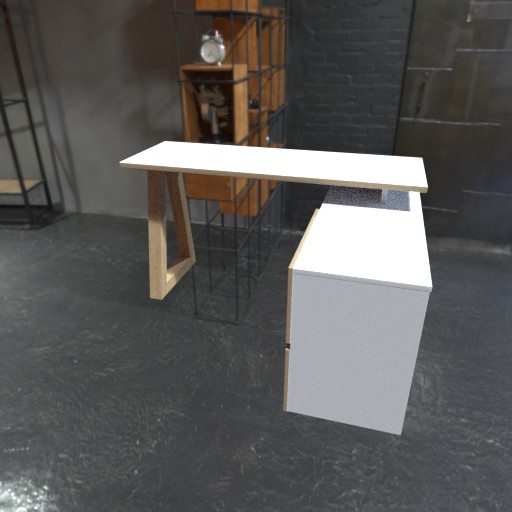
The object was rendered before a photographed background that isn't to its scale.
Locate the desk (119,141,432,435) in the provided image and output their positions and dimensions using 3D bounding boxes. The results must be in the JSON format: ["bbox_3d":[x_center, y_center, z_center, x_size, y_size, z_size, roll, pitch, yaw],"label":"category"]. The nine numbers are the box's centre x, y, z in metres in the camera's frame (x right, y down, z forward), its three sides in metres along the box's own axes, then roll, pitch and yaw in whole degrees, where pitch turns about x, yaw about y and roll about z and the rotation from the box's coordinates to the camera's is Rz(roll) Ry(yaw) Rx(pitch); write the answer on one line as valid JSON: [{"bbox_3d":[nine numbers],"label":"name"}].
[{"bbox_3d":[0.000,0.000,2.073,1.404,0.755,1.098,7,27,14],"label":"desk"}]
